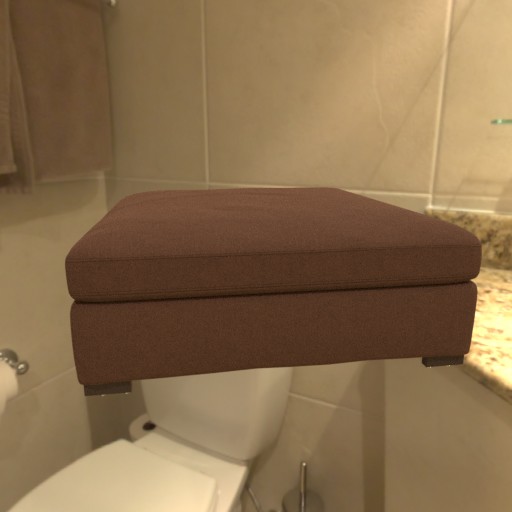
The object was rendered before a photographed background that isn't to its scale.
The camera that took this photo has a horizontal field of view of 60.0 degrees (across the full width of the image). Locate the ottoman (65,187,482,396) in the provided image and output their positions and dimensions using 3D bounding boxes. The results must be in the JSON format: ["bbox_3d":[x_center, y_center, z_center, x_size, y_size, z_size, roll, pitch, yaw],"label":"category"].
[{"bbox_3d":[0.000,0.000,1.774,1.181,0.470,1.181,-2,15,-9],"label":"ottoman"}]
